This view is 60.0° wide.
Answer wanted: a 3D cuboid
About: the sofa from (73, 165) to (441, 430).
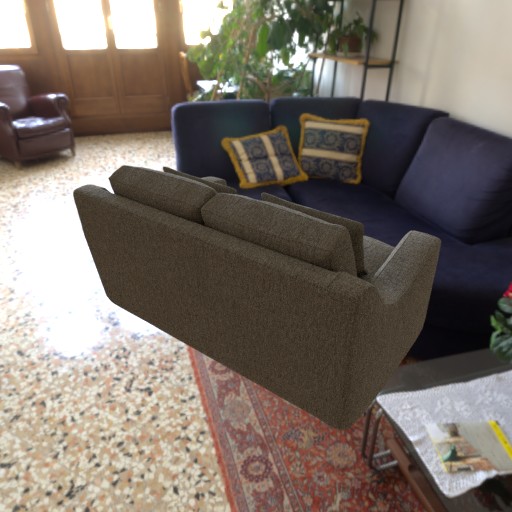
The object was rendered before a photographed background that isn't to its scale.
[{"bbox_3d":[0.000,0.000,2.524,1.778,0.991,1.120,21,35,32],"label":"sofa"}]
